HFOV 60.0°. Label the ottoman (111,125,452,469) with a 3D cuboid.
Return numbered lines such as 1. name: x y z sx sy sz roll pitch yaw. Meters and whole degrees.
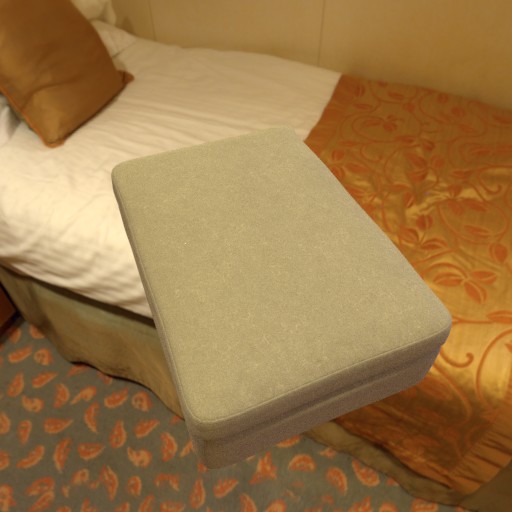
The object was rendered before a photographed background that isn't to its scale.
1. ottoman: 0.000 0.000 1.647 0.840 0.429 1.199 -17 50 -15
